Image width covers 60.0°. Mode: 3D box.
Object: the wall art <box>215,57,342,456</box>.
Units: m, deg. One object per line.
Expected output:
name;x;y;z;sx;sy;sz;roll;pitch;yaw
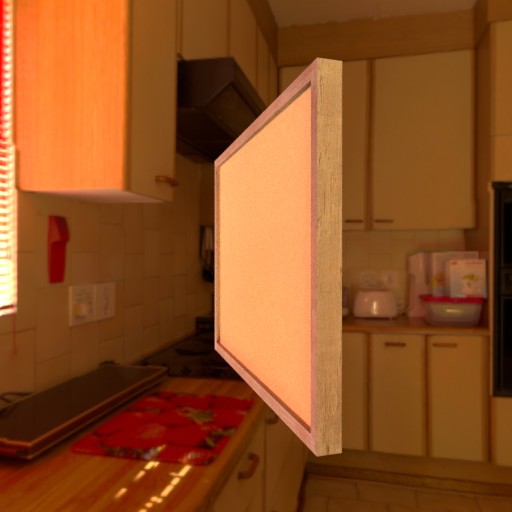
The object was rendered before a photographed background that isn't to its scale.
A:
wall art;0.000;0.000;1.763;0.070;1.009;1.320;0;0;-17
